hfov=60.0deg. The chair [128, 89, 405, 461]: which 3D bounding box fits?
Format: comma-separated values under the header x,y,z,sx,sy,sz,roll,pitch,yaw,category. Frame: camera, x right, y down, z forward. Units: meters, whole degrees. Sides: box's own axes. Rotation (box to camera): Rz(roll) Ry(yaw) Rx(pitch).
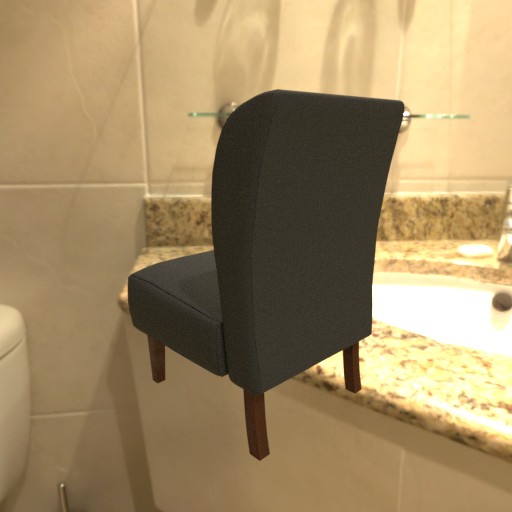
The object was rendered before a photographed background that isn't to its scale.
x,y,z,sx,sy,sz,roll,pitch,yaw,category
0.000,0.000,1.222,0.513,0.804,0.592,-15,21,-42,chair
